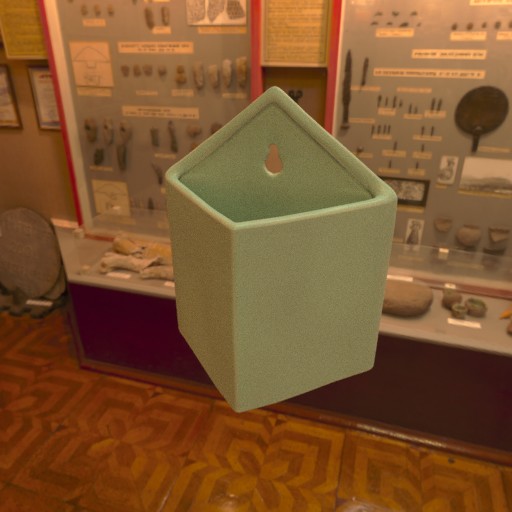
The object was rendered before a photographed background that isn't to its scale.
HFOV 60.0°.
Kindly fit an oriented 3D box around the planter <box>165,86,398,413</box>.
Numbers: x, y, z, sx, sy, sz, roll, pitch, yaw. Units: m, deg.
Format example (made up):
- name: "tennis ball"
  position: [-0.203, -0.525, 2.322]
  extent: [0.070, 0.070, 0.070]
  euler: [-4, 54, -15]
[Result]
- name: "planter"
  position: [0.000, 0.000, 0.285]
  extent: [0.164, 0.197, 0.079]
  euler: [8, 28, 16]
